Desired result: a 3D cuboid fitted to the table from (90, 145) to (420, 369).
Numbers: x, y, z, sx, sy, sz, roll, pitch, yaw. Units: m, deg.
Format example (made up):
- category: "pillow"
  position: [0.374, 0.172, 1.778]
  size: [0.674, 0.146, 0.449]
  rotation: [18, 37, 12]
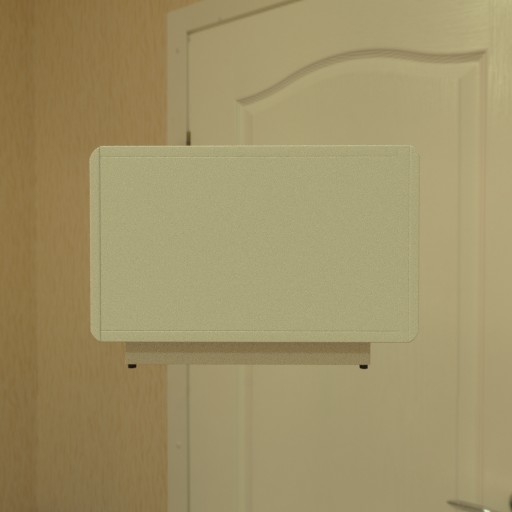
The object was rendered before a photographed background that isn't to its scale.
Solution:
- category: "table"
  position: [0.000, 0.000, 1.402]
  size: [0.639, 0.442, 1.097]
  rotation: [0, 1, 1]
